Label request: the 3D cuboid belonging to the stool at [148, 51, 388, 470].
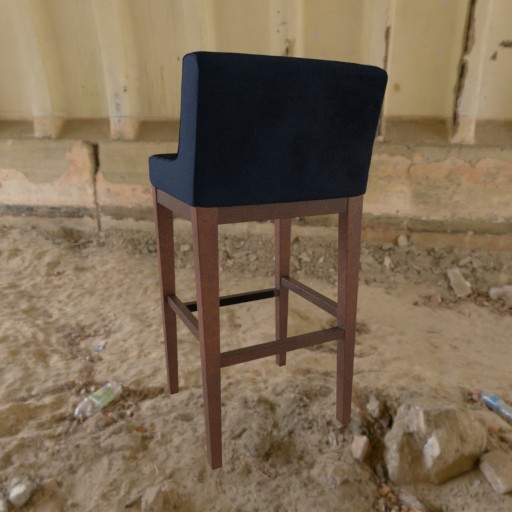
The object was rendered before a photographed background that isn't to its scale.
[{"bbox_3d":[0.000,0.000,1.320,0.511,1.037,0.500,-7,17,-25],"label":"stool"}]
